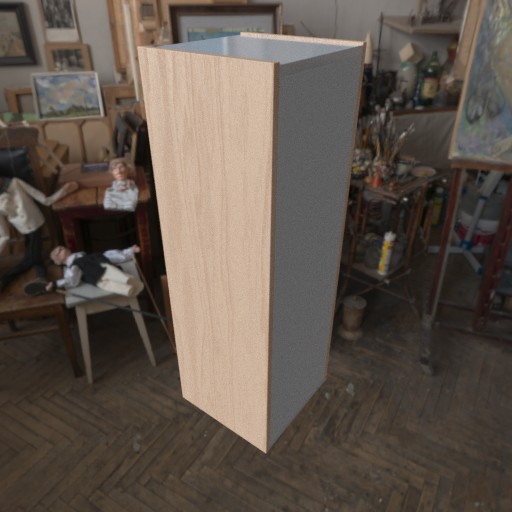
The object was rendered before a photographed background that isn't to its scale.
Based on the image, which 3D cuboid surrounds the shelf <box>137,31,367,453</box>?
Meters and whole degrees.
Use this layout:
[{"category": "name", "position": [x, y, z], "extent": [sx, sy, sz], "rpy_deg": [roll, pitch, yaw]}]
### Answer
[{"category": "shelf", "position": [0.000, 0.000, 1.036], "extent": [0.290, 0.900, 0.300], "rpy_deg": [22, 38, 31]}]
